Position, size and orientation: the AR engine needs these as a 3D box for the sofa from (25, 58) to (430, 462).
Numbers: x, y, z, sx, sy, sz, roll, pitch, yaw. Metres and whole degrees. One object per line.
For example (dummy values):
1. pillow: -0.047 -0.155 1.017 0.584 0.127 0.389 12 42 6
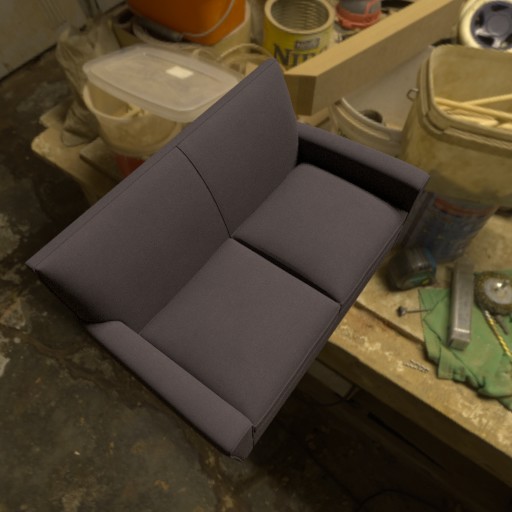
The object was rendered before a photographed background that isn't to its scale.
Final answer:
1. sofa: 0.000 0.000 1.922 0.871 0.846 1.420 33 64 18
